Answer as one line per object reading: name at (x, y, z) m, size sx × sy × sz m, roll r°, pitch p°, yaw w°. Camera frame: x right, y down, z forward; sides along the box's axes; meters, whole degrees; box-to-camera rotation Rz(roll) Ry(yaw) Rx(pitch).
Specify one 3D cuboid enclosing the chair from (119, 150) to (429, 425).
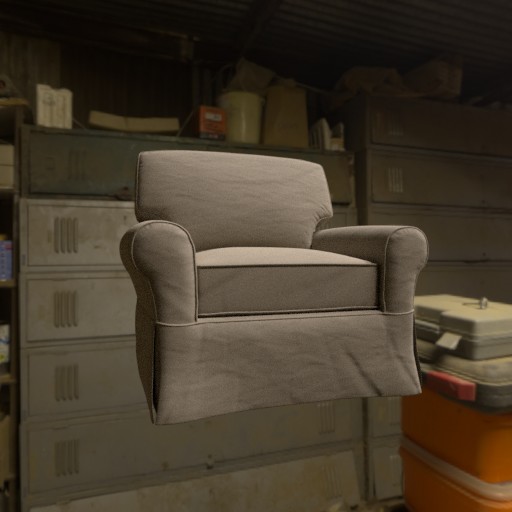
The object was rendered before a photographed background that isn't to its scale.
chair at (0.000, 0.000, 1.934) m, size 1.135 × 1.017 × 0.988 m, roll 0°, pitch 0°, yaw -19°
